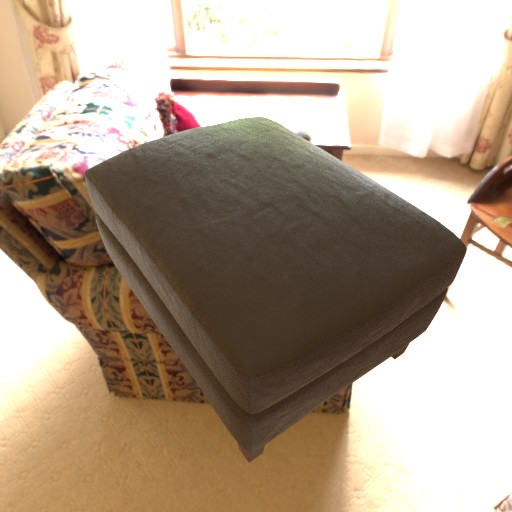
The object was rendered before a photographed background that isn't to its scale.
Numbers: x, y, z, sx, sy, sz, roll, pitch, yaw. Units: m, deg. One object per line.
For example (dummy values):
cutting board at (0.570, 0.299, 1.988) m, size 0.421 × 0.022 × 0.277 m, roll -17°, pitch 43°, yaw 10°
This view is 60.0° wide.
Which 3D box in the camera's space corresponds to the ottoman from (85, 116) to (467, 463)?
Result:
ottoman at (0.000, 0.000, 1.272) m, size 0.659 × 0.529 × 0.887 m, roll -25°, pitch 48°, yaw -25°
